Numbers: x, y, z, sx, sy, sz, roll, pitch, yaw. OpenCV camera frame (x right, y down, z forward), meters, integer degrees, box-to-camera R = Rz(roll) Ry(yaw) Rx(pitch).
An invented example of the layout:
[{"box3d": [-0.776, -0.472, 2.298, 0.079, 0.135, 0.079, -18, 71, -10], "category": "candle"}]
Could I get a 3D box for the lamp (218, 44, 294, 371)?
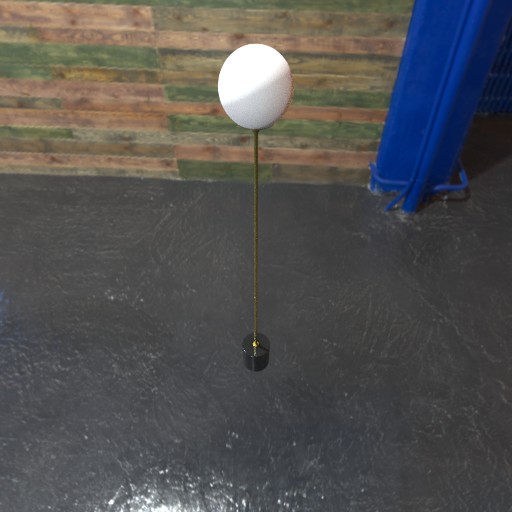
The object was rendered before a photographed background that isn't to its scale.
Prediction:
[{"box3d": [0.000, 0.000, 1.901, 0.229, 1.748, 0.229, 4, 47, 3], "category": "lamp"}]
